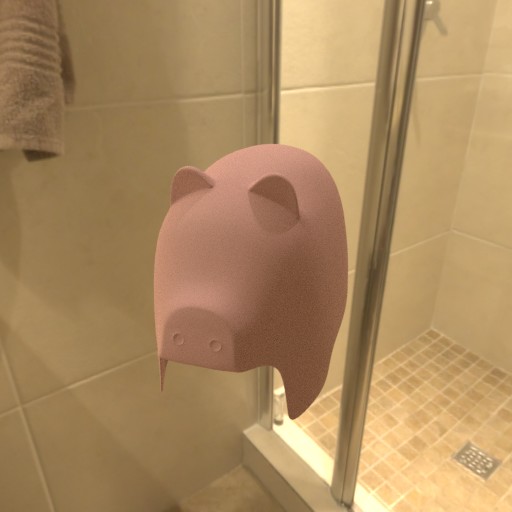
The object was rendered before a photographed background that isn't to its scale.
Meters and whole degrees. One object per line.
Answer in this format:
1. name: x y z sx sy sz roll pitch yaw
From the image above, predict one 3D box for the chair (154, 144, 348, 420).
1. chair: 0.000 0.000 0.887 0.364 0.423 0.619 7 27 14
